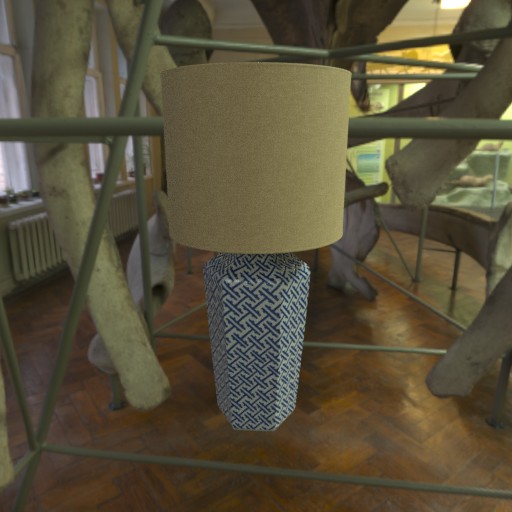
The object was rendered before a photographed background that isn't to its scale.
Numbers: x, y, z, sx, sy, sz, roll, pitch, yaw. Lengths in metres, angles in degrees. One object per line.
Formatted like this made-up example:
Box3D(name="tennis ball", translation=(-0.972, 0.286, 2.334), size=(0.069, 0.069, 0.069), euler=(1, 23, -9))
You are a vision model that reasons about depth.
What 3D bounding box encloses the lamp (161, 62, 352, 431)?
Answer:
Box3D(name="lamp", translation=(0.000, 0.000, 0.846), size=(0.320, 0.682, 0.320), euler=(2, 16, 8))
